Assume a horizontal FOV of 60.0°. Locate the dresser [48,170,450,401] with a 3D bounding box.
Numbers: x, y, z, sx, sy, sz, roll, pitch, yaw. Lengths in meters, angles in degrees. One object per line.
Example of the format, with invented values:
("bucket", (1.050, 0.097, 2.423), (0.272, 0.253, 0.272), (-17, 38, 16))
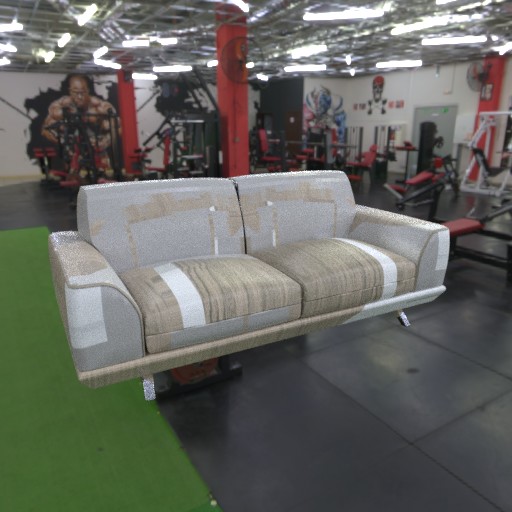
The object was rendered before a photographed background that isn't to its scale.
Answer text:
("dresser", (0.000, 0.000, 5.655), (4.679, 1.863, 2.251), (-9, 19, -27))
